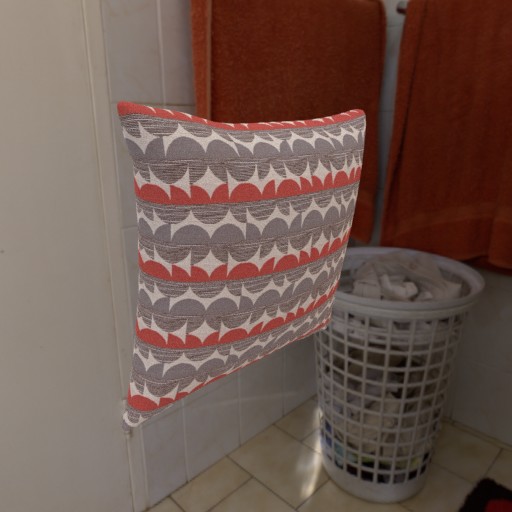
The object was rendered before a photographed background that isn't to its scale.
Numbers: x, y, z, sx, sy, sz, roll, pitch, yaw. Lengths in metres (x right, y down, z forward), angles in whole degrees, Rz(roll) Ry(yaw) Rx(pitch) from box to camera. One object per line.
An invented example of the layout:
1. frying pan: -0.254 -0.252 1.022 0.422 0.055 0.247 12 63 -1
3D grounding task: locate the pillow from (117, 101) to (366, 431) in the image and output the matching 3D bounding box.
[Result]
1. pillow: 0.000 0.000 0.639 0.420 0.410 0.180 -15 23 -41
